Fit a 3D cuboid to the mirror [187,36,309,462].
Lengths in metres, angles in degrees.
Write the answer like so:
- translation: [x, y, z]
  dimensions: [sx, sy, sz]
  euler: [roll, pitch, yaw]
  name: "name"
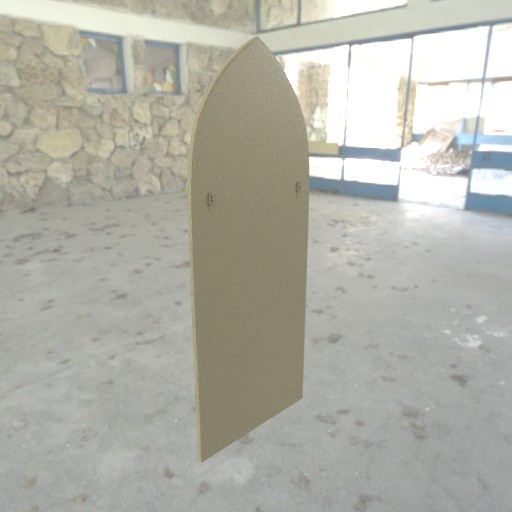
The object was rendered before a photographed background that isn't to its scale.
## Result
- translation: [0.000, 0.000, 1.304]
  dimensions: [0.464, 1.175, 0.025]
  euler: [-15, 22, -42]
  name: "mirror"
